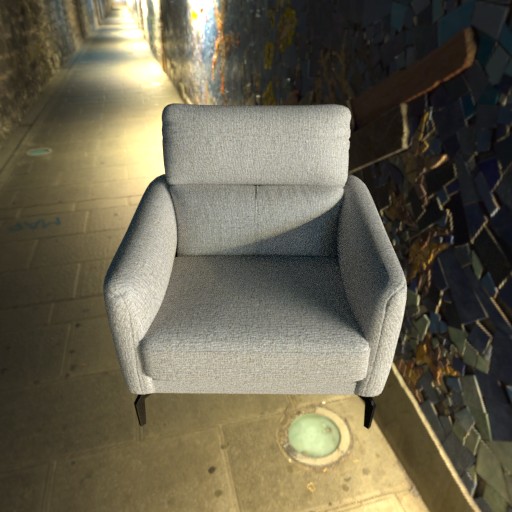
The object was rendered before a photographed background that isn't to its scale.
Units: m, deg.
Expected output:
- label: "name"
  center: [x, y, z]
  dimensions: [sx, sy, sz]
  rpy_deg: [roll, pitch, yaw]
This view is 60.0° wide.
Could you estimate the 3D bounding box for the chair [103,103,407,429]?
- label: "chair"
  center: [0.000, 0.000, 1.682]
  dimensions: [0.972, 0.967, 0.835]
  rpy_deg: [0, 31, 1]
